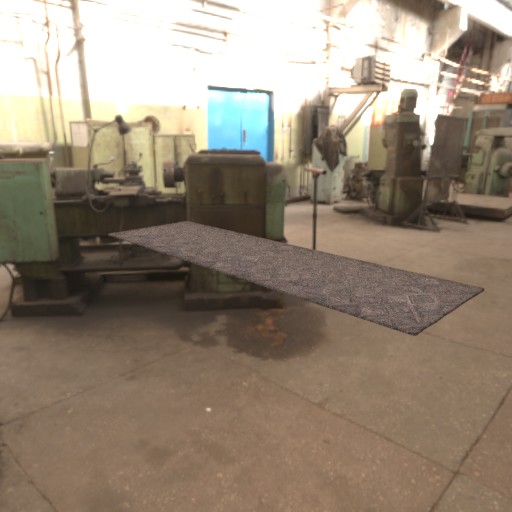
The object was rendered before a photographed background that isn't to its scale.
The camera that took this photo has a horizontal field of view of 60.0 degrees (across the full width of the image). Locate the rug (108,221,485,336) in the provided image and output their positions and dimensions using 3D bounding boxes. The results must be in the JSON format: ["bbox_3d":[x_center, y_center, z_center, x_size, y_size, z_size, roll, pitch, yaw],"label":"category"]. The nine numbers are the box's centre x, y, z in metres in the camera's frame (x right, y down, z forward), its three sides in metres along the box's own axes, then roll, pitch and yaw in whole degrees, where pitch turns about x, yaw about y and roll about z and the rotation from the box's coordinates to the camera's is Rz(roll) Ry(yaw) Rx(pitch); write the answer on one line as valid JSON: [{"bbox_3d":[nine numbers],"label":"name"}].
[{"bbox_3d":[0.000,0.000,2.583,0.691,0.011,2.296,-15,21,-43],"label":"rug"}]
